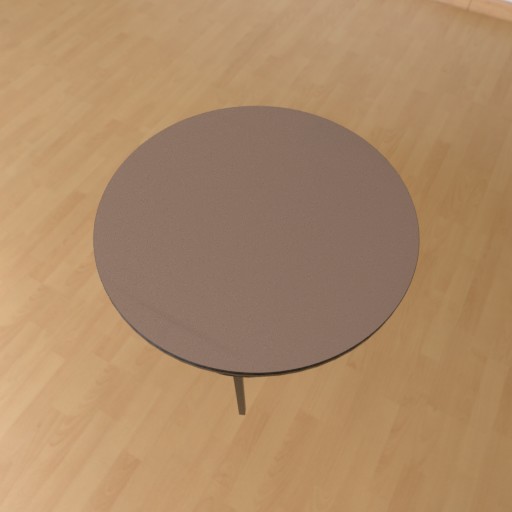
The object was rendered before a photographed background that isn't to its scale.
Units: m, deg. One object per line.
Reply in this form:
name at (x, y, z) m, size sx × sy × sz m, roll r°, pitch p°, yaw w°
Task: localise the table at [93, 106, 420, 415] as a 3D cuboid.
table at (0.000, 0.000, 1.274) m, size 0.800 × 0.400 × 0.800 m, roll 0°, pitch 59°, yaw 0°
